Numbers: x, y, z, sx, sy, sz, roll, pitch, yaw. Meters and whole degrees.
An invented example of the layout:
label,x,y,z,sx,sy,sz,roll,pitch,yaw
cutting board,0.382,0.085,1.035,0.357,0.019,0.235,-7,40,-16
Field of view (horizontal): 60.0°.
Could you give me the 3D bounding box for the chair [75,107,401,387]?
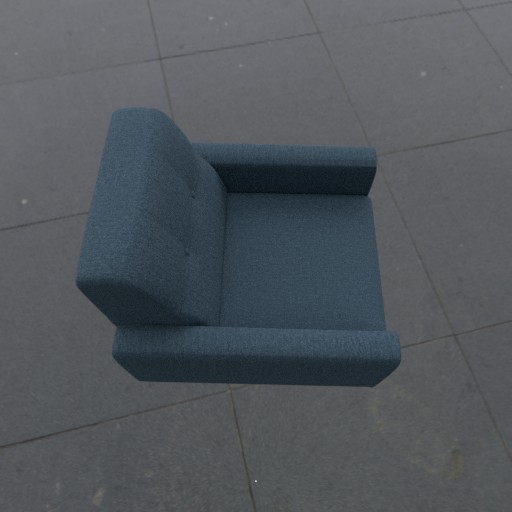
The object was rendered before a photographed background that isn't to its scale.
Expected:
label,x,y,z,sx,sy,sz,roll,pitch,yaw
chair,0.000,0.000,1.700,0.964,0.940,0.880,1,63,1
